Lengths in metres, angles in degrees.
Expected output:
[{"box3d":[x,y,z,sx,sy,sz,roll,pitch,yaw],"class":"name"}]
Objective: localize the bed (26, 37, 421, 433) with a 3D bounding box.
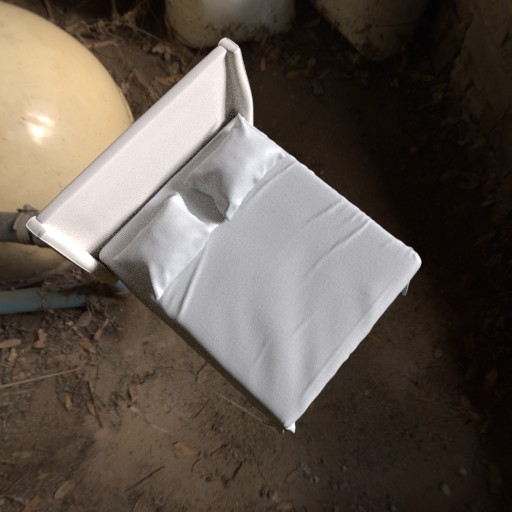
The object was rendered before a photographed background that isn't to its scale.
[{"box3d":[0.000,0.000,3.423,2.276,1.332,1.925,41,79,10],"class":"bed"}]
